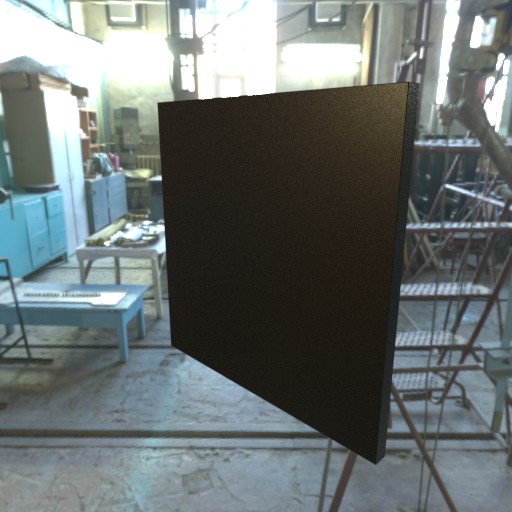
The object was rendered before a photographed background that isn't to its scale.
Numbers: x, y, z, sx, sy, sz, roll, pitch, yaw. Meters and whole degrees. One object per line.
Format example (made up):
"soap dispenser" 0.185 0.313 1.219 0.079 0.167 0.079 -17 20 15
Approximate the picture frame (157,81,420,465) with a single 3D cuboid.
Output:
"picture frame" 0.000 0.000 0.814 0.029 0.557 0.559 -15 21 -42
